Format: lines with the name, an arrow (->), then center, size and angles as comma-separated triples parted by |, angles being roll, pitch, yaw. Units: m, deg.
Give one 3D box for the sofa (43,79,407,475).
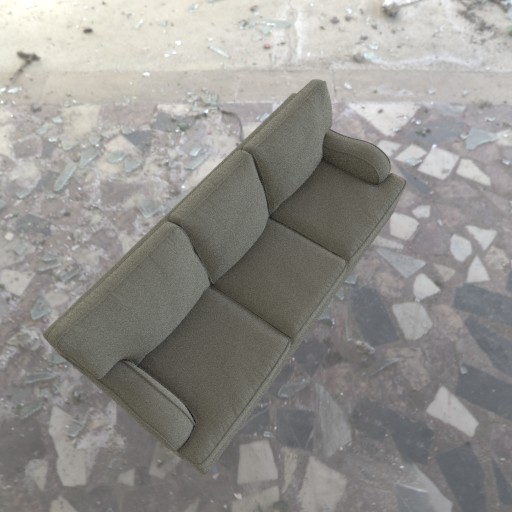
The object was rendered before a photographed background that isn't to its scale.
sofa -> 0.000, 0.000, 2.778 | 1.016, 0.997, 2.323 | 32, 64, 18
